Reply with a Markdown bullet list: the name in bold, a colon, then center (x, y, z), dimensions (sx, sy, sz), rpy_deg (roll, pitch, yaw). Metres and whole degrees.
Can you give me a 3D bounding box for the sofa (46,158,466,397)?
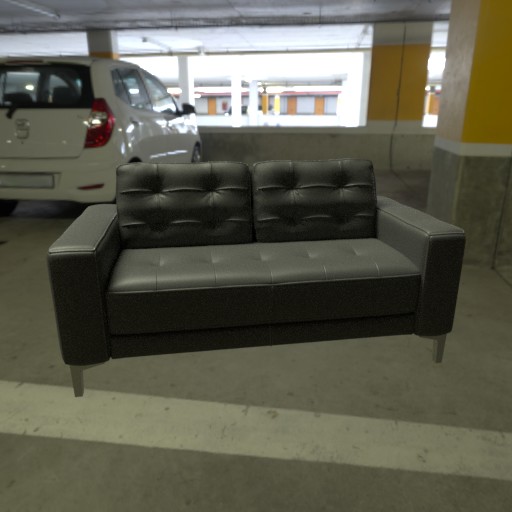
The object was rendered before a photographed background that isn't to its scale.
- **sofa**: center (0.000, 0.000, 2.181), dimensions (1.726, 0.892, 0.833), rpy_deg (-3, 18, -9)
